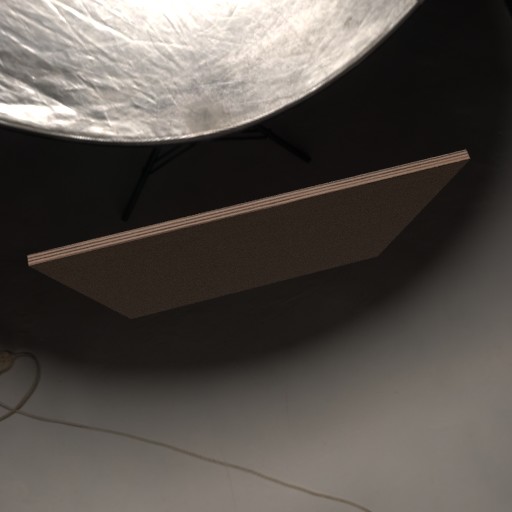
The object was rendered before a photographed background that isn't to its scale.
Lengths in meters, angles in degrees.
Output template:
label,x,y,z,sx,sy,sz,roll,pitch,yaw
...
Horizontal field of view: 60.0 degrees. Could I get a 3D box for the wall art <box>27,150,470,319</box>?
label,x,y,z,sx,sy,sz,roll,pitch,yaw
wall art,0.000,0.000,0.690,0.508,0.406,0.013,-14,74,-4
